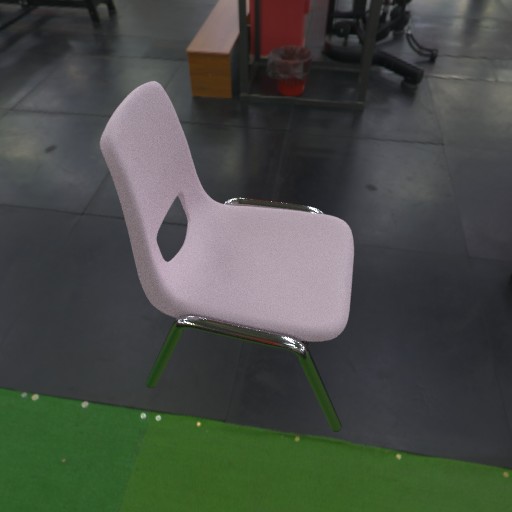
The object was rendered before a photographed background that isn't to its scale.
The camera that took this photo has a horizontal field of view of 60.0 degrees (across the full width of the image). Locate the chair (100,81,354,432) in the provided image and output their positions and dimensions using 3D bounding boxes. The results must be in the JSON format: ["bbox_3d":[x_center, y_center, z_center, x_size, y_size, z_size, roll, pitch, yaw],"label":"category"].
[{"bbox_3d":[0.000,0.000,0.832,0.423,0.586,0.354,9,47,8],"label":"chair"}]
